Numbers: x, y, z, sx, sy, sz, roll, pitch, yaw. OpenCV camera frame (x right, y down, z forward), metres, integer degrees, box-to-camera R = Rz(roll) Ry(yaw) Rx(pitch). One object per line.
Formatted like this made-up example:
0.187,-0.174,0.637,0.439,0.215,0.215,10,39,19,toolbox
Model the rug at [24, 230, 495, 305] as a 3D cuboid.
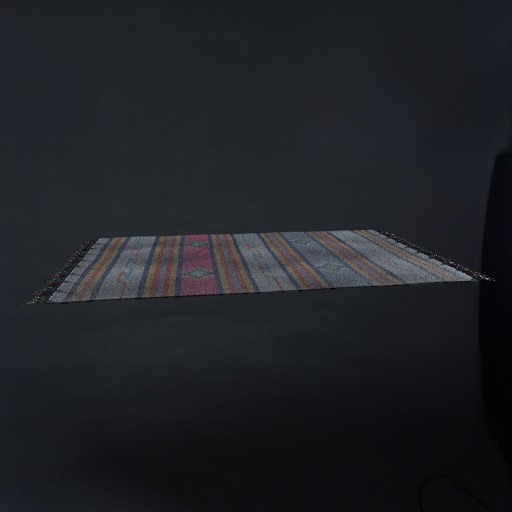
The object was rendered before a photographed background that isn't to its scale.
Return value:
0.000,0.000,2.211,1.849,0.013,1.084,-2,15,-9,rug
